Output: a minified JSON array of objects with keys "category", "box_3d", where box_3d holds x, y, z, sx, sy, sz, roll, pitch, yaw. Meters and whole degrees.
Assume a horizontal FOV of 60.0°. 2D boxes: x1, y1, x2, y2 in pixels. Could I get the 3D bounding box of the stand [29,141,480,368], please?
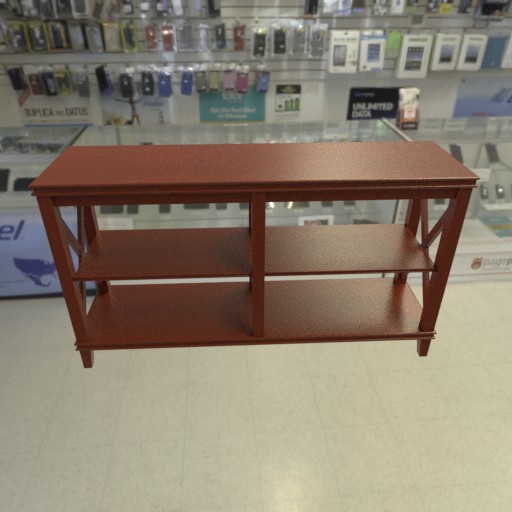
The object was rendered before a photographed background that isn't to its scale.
[{"category":"stand","box_3d":[0.000,0.000,1.703,1.372,0.762,0.381,-1,32,-2]}]
